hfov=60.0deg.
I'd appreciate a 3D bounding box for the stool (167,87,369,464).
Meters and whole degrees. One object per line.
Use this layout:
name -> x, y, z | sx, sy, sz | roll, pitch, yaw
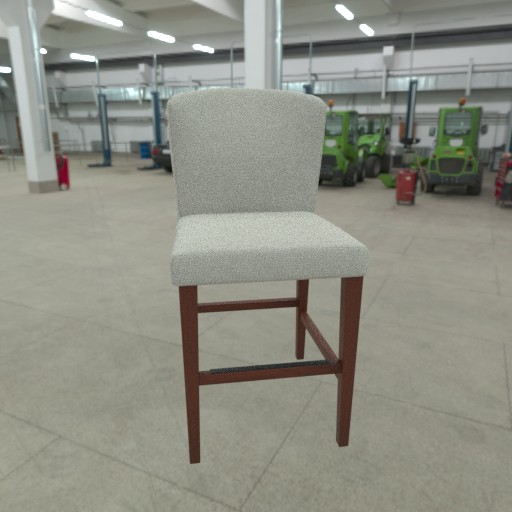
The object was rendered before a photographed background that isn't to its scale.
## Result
stool -> 0.000, 0.000, 1.302 | 0.481, 0.969, 0.568 | -3, 16, -9
